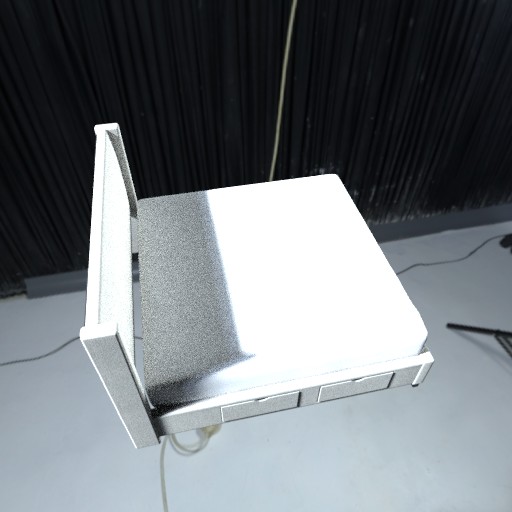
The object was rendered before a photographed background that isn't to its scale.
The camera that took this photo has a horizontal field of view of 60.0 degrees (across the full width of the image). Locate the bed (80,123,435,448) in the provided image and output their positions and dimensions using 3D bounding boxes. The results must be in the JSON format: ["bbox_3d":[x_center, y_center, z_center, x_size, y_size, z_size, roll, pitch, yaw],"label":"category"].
[{"bbox_3d":[0.000,0.000,3.641,2.280,1.470,2.140,-9,47,-8],"label":"bed"}]
